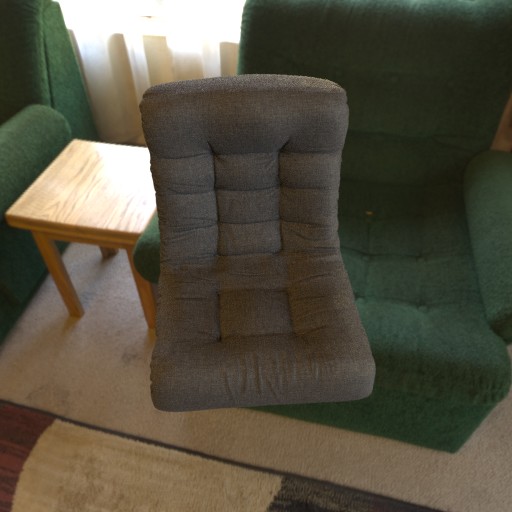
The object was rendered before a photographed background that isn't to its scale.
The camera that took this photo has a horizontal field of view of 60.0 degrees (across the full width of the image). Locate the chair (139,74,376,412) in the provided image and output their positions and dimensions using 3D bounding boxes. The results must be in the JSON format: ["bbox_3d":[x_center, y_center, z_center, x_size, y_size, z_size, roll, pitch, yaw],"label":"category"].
[{"bbox_3d":[0.000,0.000,1.231,0.597,0.749,0.668,-3,46,-3],"label":"chair"}]
